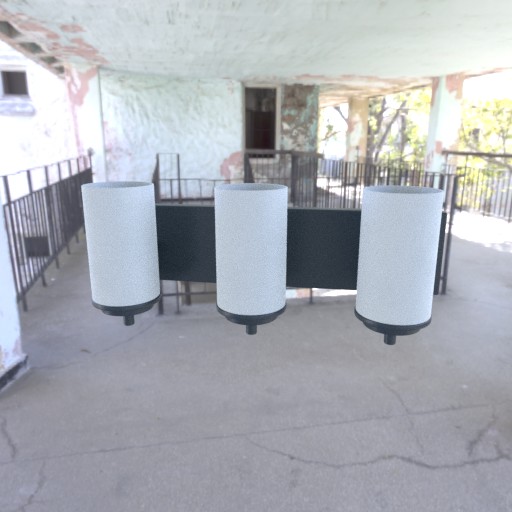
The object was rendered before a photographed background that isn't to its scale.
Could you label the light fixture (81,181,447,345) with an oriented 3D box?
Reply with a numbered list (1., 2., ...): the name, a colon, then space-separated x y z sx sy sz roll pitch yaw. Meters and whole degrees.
1. light fixture: 0.000 0.000 0.533 0.451 0.172 0.145 2 15 9
